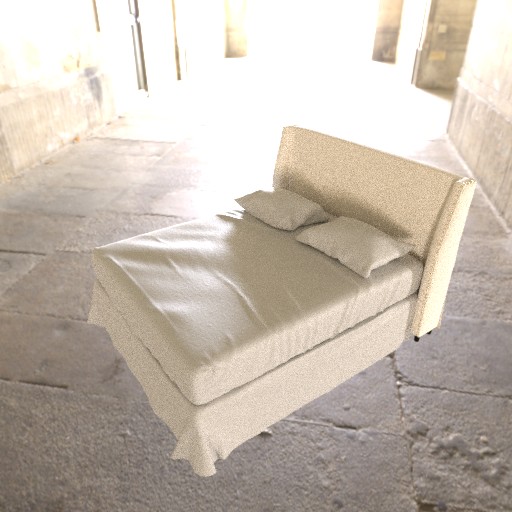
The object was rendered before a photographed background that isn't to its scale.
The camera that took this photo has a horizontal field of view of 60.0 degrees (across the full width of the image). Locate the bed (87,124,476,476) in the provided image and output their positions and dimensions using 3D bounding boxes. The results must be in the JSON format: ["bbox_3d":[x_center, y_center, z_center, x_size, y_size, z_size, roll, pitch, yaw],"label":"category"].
[{"bbox_3d":[0.000,0.000,3.355,2.276,1.332,1.925,-20,36,-30],"label":"bed"}]
